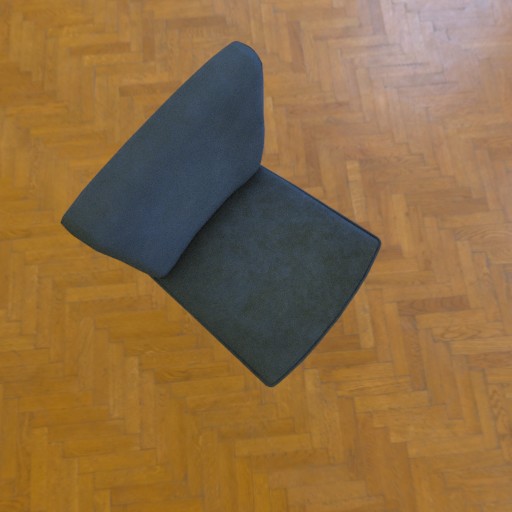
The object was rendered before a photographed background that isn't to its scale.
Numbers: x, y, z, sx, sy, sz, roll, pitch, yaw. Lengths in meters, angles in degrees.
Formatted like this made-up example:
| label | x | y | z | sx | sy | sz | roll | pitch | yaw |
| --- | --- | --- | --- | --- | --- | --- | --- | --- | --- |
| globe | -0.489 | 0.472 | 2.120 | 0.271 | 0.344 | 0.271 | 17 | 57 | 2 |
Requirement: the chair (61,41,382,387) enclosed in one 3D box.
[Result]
| label | x | y | z | sx | sy | sz | roll | pitch | yaw |
| --- | --- | --- | --- | --- | --- | --- | --- | --- | --- |
| chair | 0.000 | 0.000 | 1.207 | 0.551 | 0.806 | 0.521 | 38 | 78 | 9 |
